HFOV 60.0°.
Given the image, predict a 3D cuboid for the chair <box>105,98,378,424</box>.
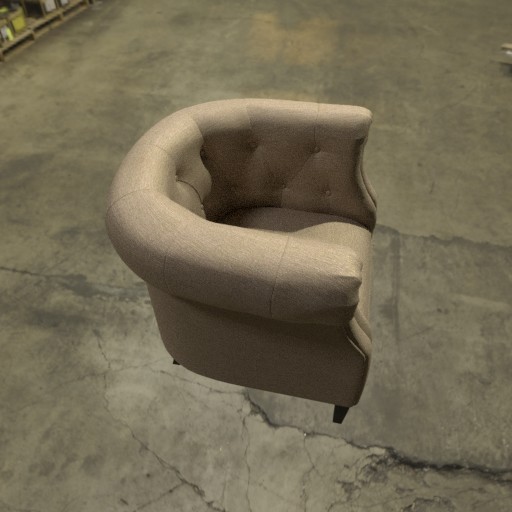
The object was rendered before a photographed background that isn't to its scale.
[{"bbox_3d":[0.000,0.000,1.583,0.852,0.827,0.905,9,47,8],"label":"chair"}]
